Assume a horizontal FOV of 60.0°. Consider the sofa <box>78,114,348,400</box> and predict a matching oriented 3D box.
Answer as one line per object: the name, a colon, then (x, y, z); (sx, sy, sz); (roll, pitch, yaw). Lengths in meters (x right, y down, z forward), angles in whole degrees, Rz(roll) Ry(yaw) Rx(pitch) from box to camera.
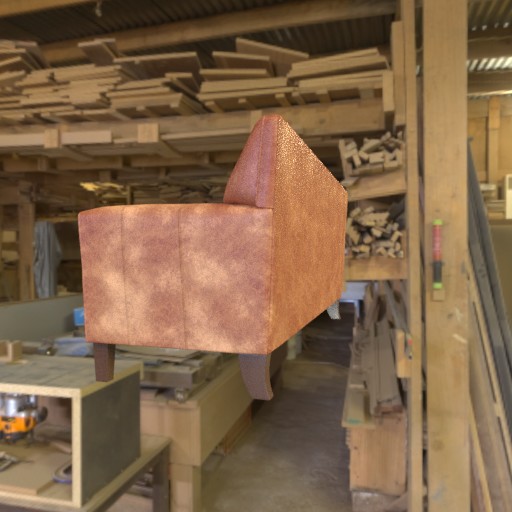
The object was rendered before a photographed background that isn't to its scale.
sofa: (0.000, 0.000, 2.498); (0.805, 0.947, 2.053); (0, 1, 18)
